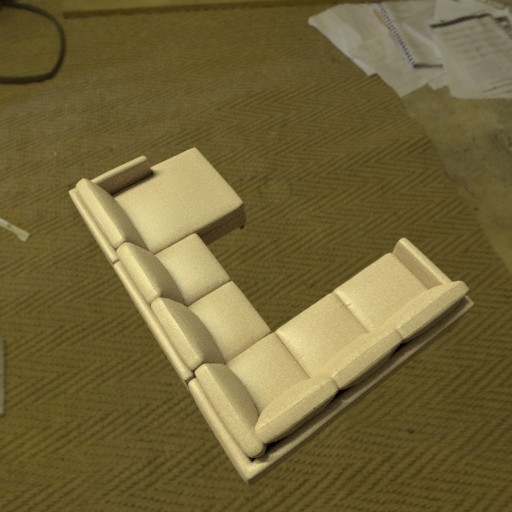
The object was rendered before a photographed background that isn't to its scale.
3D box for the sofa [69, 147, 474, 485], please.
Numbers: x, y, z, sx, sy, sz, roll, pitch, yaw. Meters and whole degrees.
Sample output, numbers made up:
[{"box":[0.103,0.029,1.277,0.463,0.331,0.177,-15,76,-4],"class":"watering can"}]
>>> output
[{"box":[0.000,0.000,4.654,2.594,0.961,3.460,-31,64,-17],"class":"sofa"}]
